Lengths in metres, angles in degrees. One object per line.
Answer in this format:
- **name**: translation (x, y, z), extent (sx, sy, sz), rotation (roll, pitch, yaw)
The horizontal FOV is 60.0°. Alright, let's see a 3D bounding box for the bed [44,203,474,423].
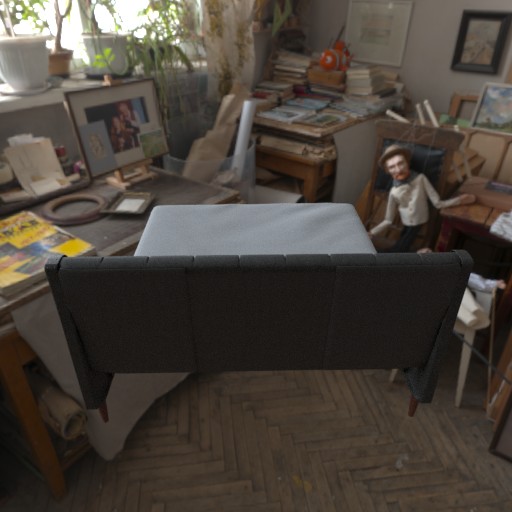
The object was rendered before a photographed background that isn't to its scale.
- **bed**: translation (0.000, 0.000, 3.096), extent (1.903, 1.158, 2.031), rotation (-1, 31, -1)
